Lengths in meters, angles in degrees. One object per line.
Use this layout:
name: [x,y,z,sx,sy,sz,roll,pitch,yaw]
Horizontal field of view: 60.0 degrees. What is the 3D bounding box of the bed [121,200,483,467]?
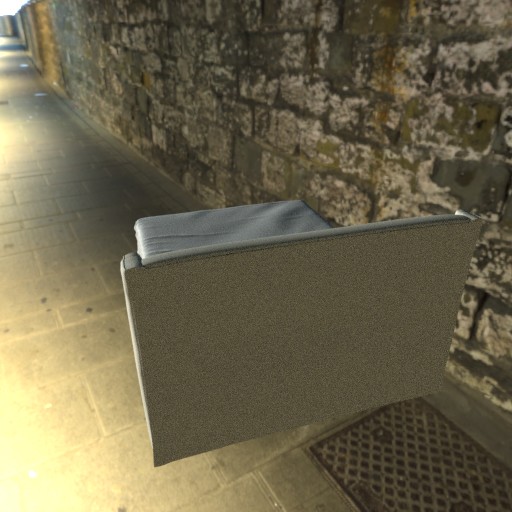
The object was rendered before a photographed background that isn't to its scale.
bed: [0.000,0.000,3.397,1.925,1.332,2.276,-8,29,-15]
